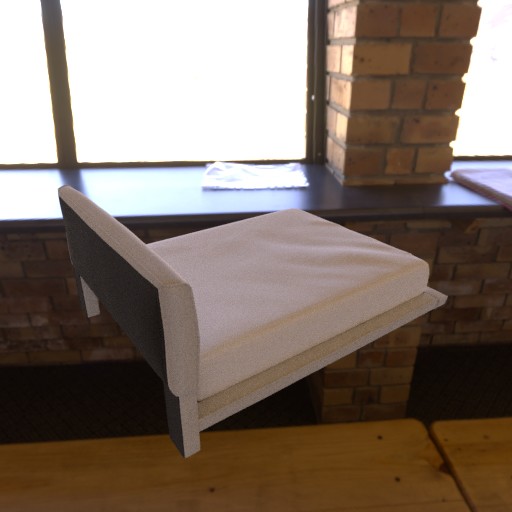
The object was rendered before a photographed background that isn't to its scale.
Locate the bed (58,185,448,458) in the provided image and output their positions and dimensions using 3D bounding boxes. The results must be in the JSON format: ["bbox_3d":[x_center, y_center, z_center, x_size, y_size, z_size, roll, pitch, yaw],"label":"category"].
[{"bbox_3d":[0.000,0.000,3.581,2.498,1.126,1.980,-17,30,-32],"label":"bed"}]
